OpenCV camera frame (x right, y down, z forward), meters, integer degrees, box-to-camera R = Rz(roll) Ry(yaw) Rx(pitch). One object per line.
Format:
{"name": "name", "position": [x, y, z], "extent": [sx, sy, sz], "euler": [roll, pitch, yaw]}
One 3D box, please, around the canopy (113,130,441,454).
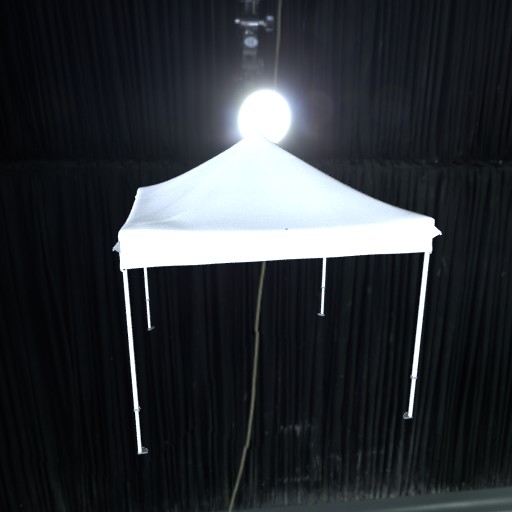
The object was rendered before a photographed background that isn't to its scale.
{"name": "canopy", "position": [0.000, 0.000, 5.489], "extent": [2.994, 2.998, 2.996], "euler": [-3, 16, -11]}
